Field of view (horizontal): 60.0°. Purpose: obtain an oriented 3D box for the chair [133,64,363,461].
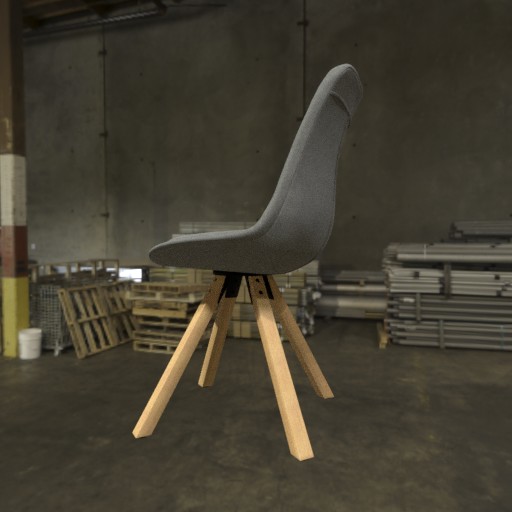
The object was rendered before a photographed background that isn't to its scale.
[{"bbox_3d":[0.000,0.000,1.185,0.549,0.863,0.474,1,2,17],"label":"chair"}]
